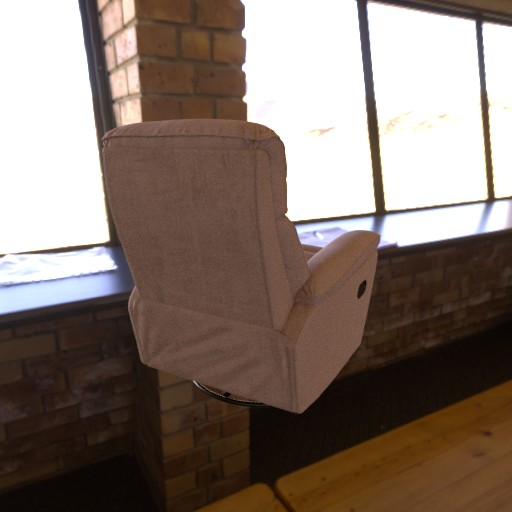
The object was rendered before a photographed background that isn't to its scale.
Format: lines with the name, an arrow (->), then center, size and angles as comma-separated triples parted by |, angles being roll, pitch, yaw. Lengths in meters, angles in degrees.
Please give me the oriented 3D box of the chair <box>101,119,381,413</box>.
chair -> 0.000, 0.000, 1.791 | 0.820, 1.037, 1.004 | 8, 18, 28
